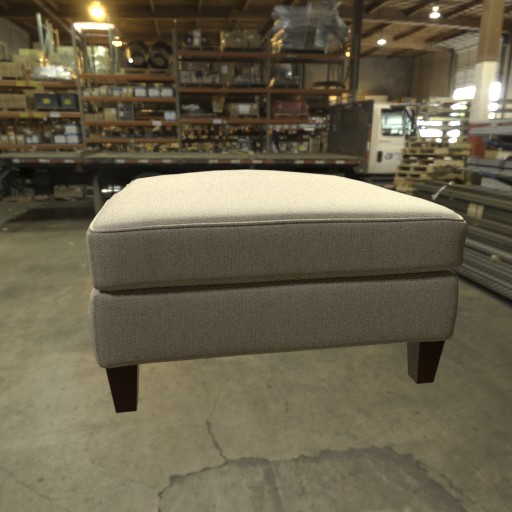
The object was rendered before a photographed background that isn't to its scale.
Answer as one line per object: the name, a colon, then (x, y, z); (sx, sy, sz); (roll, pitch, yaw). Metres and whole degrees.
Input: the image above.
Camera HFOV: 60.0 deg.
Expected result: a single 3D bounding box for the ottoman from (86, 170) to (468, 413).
ottoman: (0.000, 0.000, 1.342); (0.838, 0.478, 0.838); (-3, 16, -9)
